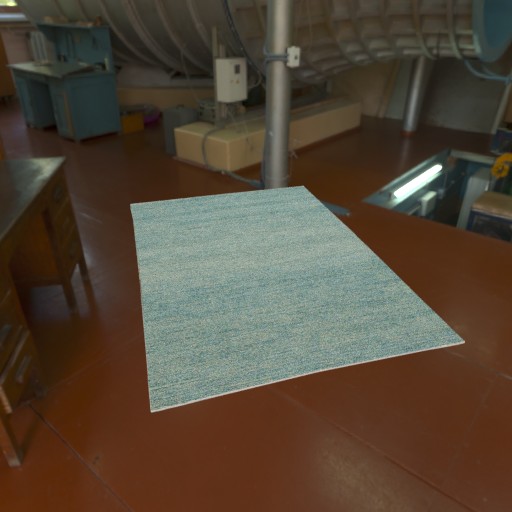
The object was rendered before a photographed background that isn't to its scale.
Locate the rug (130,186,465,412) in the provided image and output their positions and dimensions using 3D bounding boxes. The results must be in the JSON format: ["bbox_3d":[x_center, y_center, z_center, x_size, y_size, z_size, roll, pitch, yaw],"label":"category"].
[{"bbox_3d":[0.000,0.000,3.039,1.593,0.029,2.305,-8,31,-14],"label":"rug"}]
